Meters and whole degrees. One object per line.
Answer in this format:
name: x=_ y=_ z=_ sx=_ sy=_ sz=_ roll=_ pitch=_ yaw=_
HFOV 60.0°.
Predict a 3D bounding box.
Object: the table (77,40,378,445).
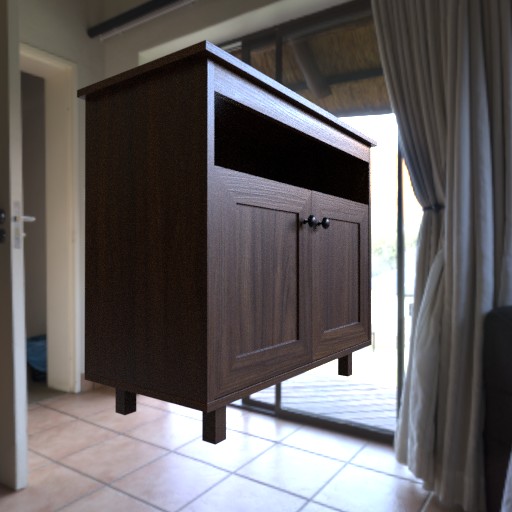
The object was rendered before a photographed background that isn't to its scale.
table: x=0.000 y=0.000 z=1.180 sx=0.390 sy=0.725 sz=0.802 roll=0 pitch=-1 yaw=36
